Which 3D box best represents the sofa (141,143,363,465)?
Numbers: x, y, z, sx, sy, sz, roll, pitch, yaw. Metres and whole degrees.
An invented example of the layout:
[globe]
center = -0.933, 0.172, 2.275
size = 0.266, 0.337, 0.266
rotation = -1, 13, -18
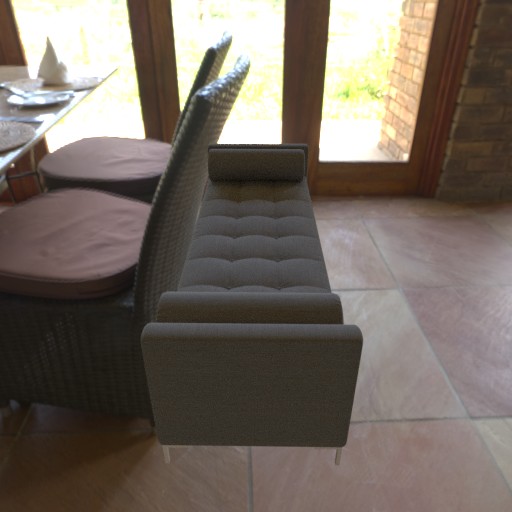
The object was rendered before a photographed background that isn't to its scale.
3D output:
[sofa]
center = 0.000, 0.000, 2.334
size = 0.686, 0.635, 1.981
rotation = 0, 31, 1
